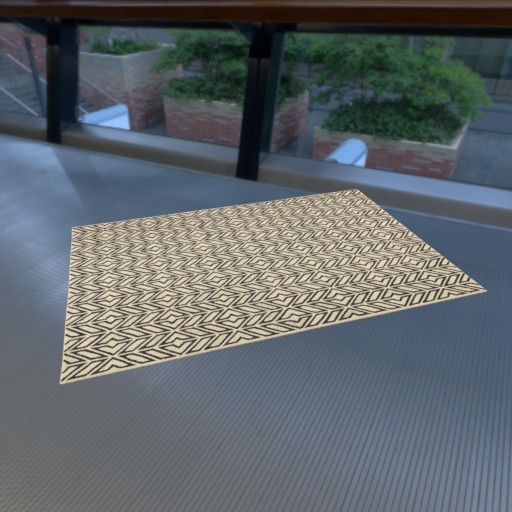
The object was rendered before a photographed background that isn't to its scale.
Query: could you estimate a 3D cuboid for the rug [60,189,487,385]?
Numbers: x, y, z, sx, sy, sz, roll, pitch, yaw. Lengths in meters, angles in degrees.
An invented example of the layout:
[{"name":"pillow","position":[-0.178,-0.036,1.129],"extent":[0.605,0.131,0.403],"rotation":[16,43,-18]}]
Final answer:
[{"name":"rug","position":[0.000,0.000,2.281],"extent":[1.828,0.007,1.220],"rotation":[-9,33,-15]}]
